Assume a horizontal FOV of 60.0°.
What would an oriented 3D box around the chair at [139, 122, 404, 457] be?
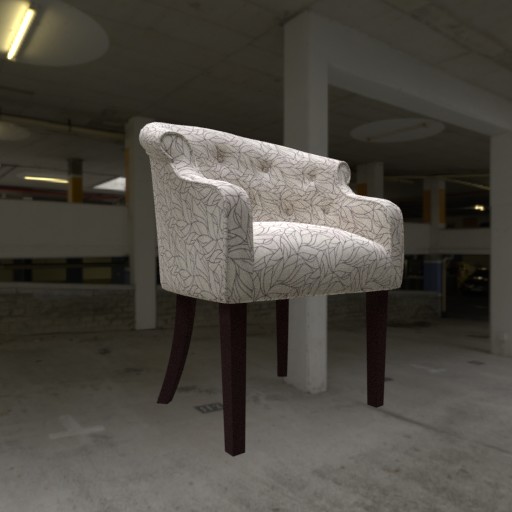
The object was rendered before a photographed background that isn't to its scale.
[{"bbox_3d":[0.000,0.000,1.316,0.686,0.858,0.613,-1,1,-37],"label":"chair"}]
